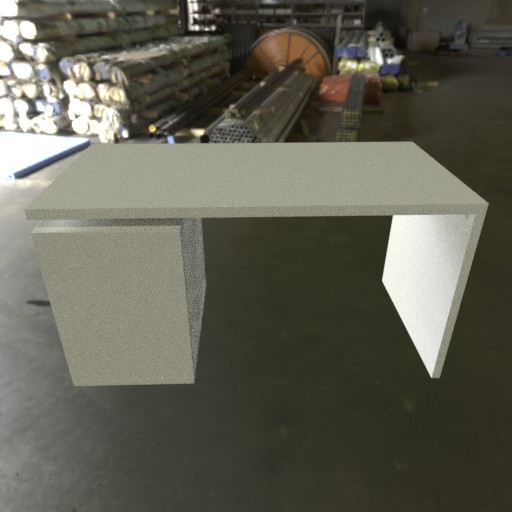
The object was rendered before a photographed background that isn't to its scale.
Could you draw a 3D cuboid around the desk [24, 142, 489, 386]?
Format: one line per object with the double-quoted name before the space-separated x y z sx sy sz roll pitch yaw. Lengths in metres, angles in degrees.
"desk" 0.000 0.000 1.816 1.400 0.740 0.690 -1 30 -2
